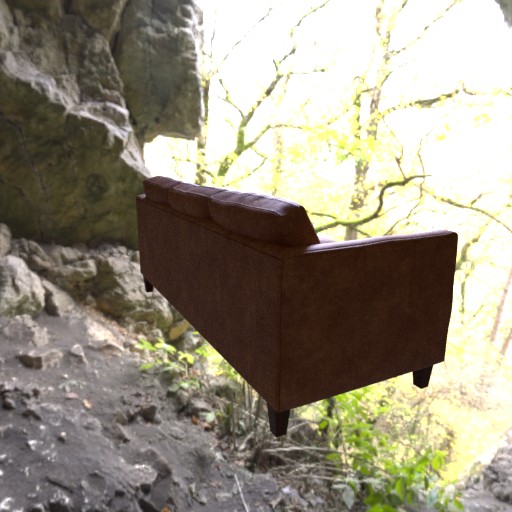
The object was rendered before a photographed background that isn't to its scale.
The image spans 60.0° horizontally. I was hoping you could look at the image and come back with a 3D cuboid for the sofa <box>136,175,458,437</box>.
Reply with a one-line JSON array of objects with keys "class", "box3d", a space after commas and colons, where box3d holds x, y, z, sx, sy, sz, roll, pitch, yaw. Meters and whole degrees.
[{"class": "sofa", "box3d": [0.000, 0.000, 3.000, 1.045, 1.006, 2.464, -7, 15, -27]}]
